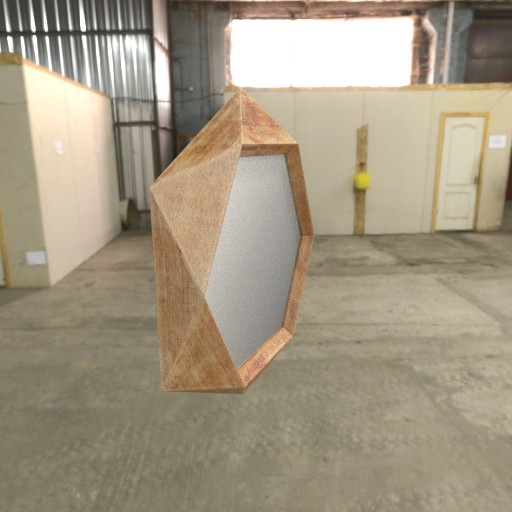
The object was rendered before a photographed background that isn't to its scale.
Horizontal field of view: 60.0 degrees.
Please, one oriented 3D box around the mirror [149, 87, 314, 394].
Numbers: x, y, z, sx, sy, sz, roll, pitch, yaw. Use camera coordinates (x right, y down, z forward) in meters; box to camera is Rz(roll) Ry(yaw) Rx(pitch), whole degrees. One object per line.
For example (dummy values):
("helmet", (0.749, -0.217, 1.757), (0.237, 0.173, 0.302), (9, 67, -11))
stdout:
("mirror", (0.000, 0.000, 1.083), (0.091, 0.779, 0.675), (7, 16, 25))
